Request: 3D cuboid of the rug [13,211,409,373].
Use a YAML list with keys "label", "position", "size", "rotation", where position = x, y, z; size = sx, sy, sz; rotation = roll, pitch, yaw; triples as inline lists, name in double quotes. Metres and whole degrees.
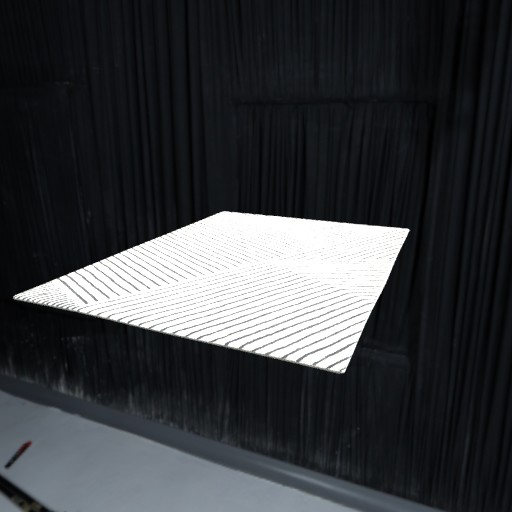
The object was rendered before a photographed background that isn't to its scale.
- label: "rug"
  position: [0.000, 0.000, 3.124]
  size: [1.829, 0.028, 2.449]
  rotation: [8, 19, 23]
